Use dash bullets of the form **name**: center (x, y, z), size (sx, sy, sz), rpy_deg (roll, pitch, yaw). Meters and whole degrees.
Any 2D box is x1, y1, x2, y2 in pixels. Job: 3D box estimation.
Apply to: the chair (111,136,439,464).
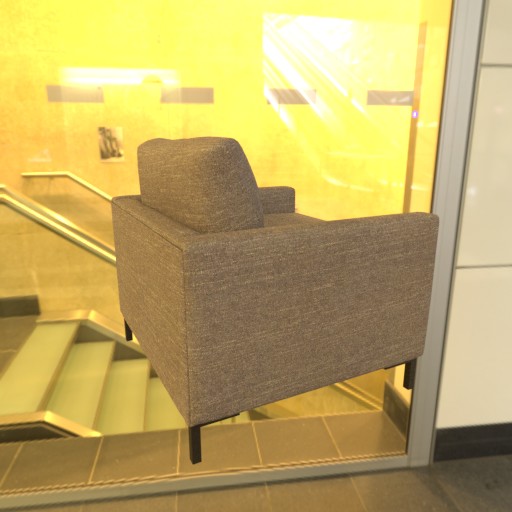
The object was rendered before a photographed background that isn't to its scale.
- **chair**: center (0.000, 0.000, 1.613), size (0.845, 0.841, 0.940), rpy_deg (-8, 17, -26)
